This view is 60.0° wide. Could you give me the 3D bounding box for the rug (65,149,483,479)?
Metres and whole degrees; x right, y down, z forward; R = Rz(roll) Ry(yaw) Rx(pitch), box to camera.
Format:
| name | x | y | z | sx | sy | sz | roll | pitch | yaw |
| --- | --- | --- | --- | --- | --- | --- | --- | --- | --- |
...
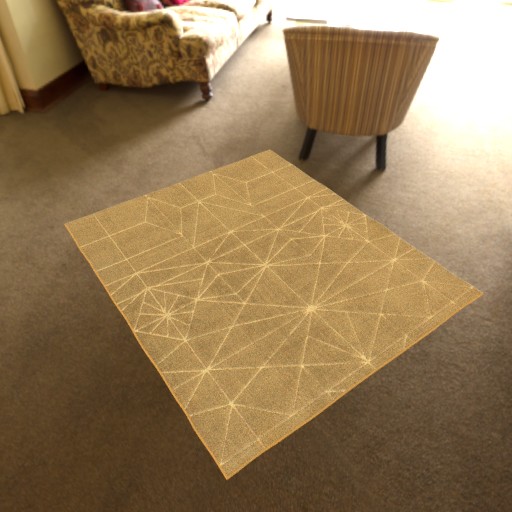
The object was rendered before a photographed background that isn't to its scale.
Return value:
| name | x | y | z | sx | sy | sz | roll | pitch | yaw |
| --- | --- | --- | --- | --- | --- | --- | --- | --- | --- |
| rug | 0.000 | 0.000 | 0.868 | 0.548 | 0.006 | 0.639 | -26 | 48 | -25 |
